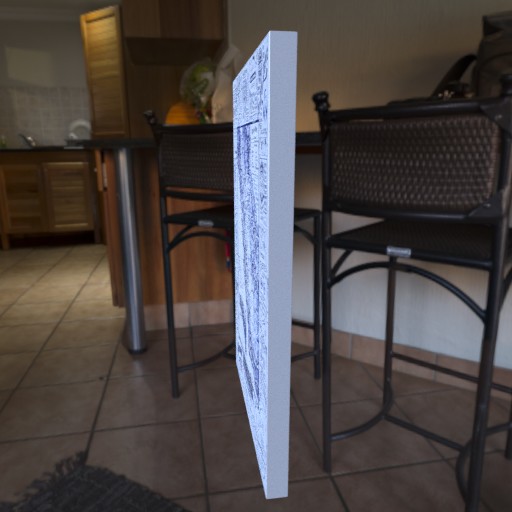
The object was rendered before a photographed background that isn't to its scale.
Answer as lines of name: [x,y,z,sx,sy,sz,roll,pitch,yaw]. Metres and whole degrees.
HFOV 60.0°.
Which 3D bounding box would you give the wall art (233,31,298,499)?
wall art: [0.000,0.000,0.934,0.039,0.753,0.511,-2,14,-8]
